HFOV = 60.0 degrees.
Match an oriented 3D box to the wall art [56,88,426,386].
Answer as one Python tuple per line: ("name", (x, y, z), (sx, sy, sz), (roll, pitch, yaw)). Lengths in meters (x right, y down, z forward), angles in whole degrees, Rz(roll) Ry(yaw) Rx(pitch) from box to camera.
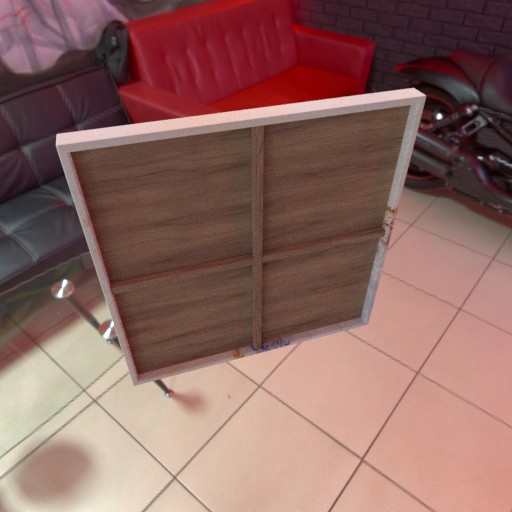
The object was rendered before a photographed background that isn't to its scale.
("wall art", (0.000, 0.000, 1.589), (1.061, 1.061, 0.071), (-12, 42, -13))
